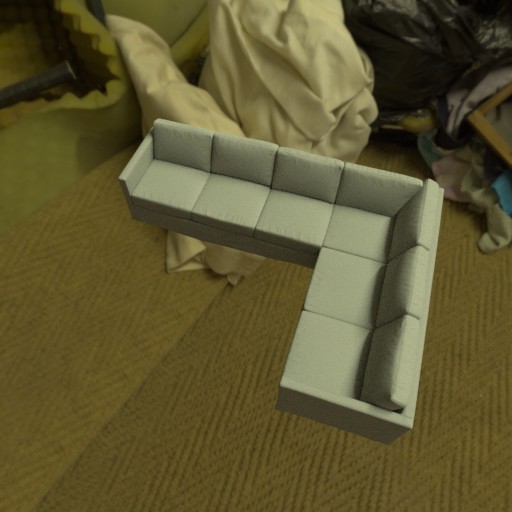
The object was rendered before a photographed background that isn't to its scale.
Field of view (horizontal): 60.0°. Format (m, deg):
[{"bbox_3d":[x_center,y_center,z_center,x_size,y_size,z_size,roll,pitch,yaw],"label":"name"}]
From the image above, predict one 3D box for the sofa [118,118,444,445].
[{"bbox_3d":[0.000,0.000,4.284,3.182,0.871,2.432,16,58,10],"label":"sofa"}]
